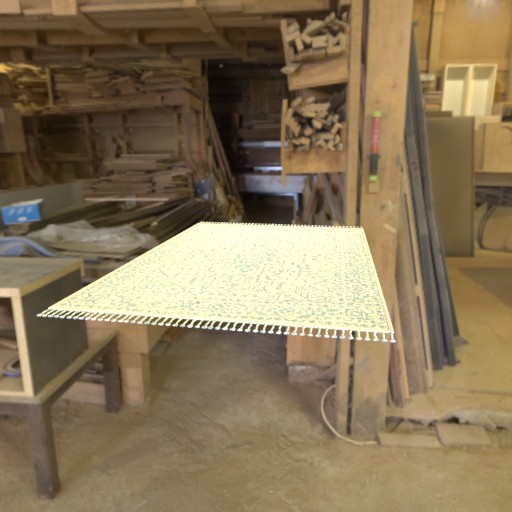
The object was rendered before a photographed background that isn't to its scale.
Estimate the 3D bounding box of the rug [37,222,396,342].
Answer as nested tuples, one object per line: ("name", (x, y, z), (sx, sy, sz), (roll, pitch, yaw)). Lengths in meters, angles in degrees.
("rug", (0.000, 0.000, 2.979), (1.524, 0.010, 2.438), (3, 14, 10))
